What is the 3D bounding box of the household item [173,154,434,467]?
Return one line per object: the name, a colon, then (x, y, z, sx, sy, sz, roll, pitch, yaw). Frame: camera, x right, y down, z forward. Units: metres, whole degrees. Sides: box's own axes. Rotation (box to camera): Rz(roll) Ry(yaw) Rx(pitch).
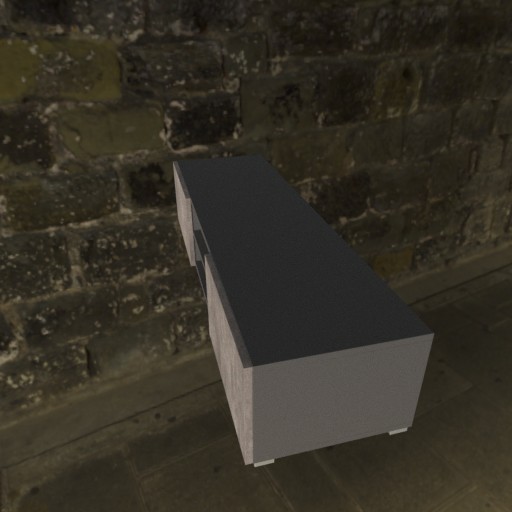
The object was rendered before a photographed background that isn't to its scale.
household item: (0.000, 0.000, 1.569, 0.420, 0.310, 1.400, -7, 30, -13)
